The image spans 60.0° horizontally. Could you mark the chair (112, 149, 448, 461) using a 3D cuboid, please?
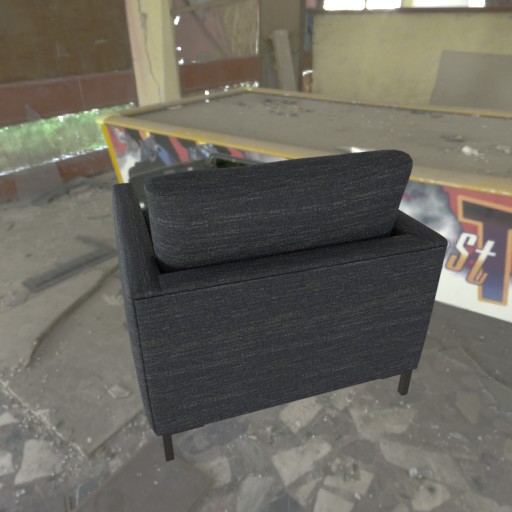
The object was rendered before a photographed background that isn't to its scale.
[{"bbox_3d":[0.000,0.000,1.632,0.963,0.861,0.866,-9,29,-16],"label":"chair"}]
